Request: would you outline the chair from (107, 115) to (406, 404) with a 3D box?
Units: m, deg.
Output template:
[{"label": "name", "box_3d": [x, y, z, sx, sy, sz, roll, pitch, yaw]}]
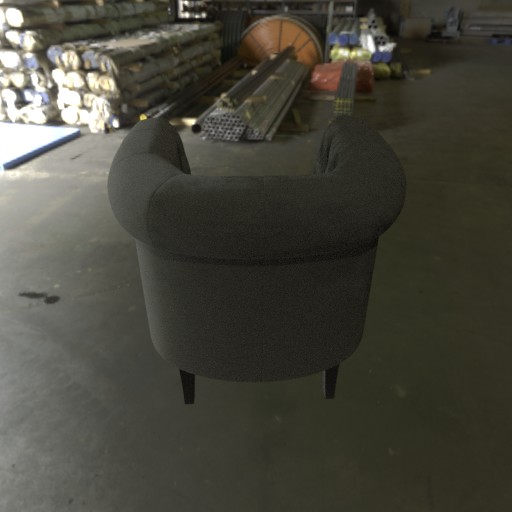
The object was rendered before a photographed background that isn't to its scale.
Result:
[{"label": "chair", "box_3d": [0.000, 0.000, 1.547, 0.904, 0.826, 0.851, -1, 31, -2]}]
